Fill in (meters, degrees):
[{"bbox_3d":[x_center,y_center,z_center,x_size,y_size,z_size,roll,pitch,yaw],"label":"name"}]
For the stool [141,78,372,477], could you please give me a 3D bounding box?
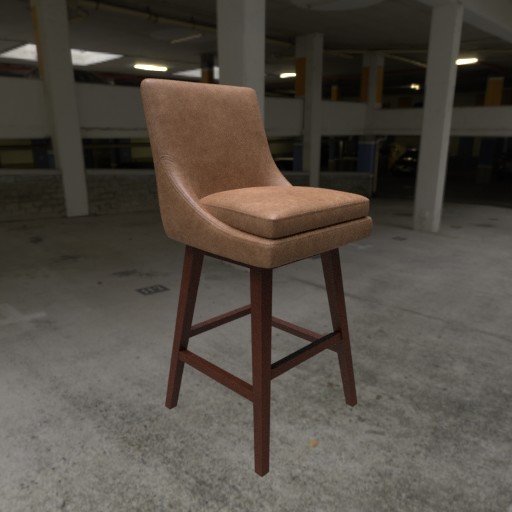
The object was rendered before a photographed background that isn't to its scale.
[{"bbox_3d":[0.000,0.000,1.431,0.572,1.079,0.487,15,22,43],"label":"stool"}]
